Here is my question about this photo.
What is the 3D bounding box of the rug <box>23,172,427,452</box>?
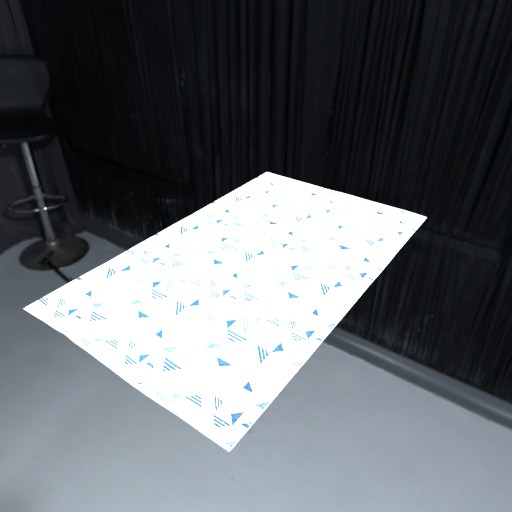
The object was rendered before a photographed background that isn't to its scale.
[{"bbox_3d":[0.000,0.000,2.990,1.512,0.009,2.457,22,39,29],"label":"rug"}]
